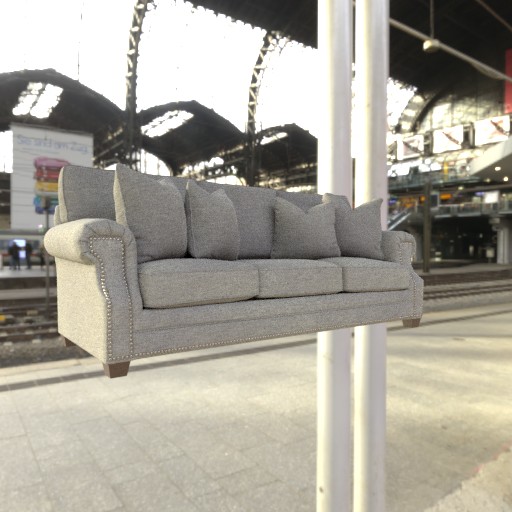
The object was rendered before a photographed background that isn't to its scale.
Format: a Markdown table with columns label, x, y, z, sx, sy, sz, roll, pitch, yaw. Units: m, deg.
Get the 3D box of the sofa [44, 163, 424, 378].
| label | x | y | z | sx | sy | sz | roll | pitch | yaw |
| --- | --- | --- | --- | --- | --- | --- | --- | --- | --- |
| sofa | 0.000 | 0.000 | 2.766 | 2.312 | 0.975 | 0.965 | 0 | 1 | -36 |
